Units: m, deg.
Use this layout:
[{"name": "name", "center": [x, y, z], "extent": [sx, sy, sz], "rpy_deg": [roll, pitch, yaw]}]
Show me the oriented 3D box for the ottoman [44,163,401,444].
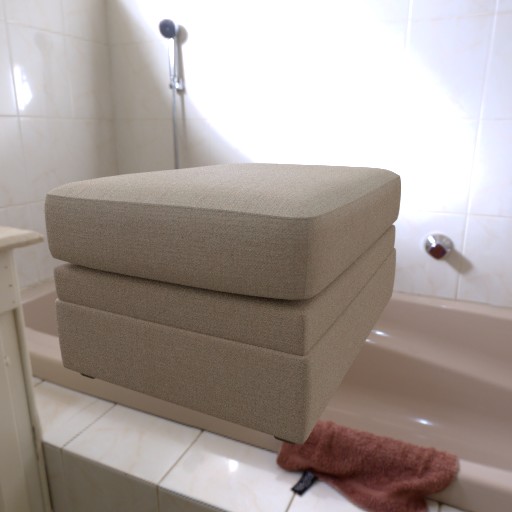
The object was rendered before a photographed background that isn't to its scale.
[{"name": "ottoman", "center": [0.000, 0.000, 1.223], "extent": [0.637, 0.478, 0.885], "rpy_deg": [8, 17, 26]}]
